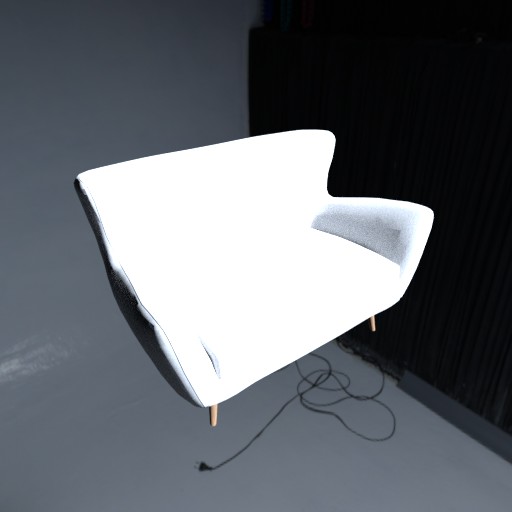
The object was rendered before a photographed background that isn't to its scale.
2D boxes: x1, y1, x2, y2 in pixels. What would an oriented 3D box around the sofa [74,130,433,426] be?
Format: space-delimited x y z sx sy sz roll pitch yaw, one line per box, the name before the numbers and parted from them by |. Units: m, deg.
sofa | 0.000 0.000 2.034 1.424 0.878 0.921 -20 35 -33
